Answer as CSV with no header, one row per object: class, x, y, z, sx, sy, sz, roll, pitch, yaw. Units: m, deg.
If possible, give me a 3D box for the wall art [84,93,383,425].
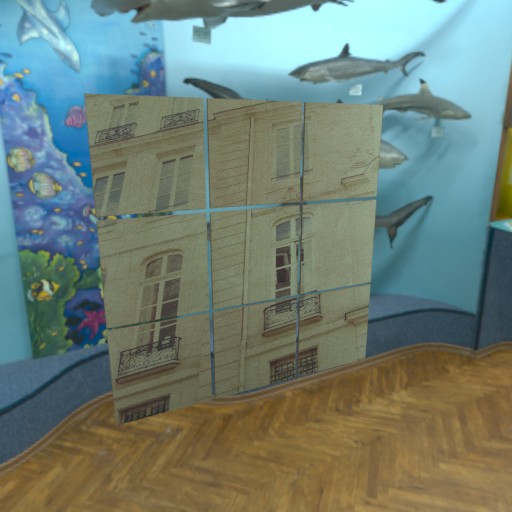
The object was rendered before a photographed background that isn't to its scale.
wall art,0.000,0.000,2.290,1.526,1.522,0.023,-7,17,-25
